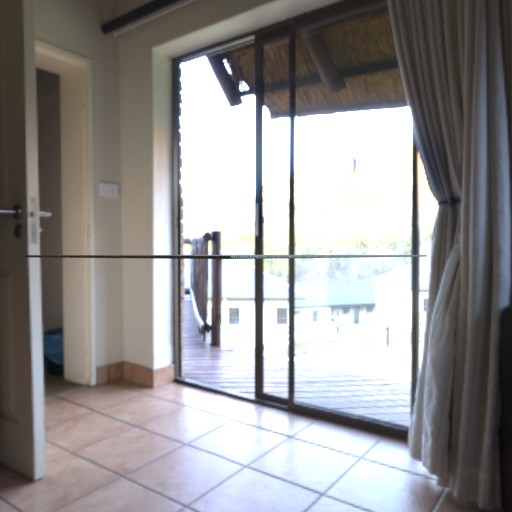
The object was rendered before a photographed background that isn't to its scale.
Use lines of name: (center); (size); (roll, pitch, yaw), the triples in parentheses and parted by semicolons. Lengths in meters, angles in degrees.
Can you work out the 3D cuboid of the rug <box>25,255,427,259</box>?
rug: (0.000, 0.000, 2.936); (1.547, 0.013, 2.283); (0, 0, 38)
